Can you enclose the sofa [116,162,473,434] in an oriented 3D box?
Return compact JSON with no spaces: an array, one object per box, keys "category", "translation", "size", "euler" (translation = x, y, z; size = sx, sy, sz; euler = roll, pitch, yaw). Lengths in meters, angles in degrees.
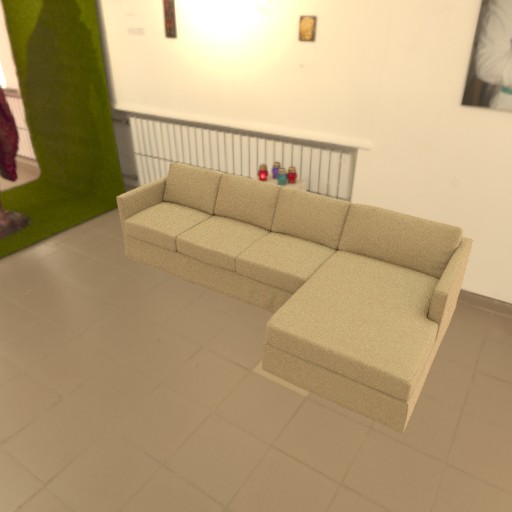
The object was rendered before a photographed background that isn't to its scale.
[{"category":"sofa","translation":[0.000,0.000,3.857],"size":[3.177,0.867,1.622],"euler":[18,34,28]}]
